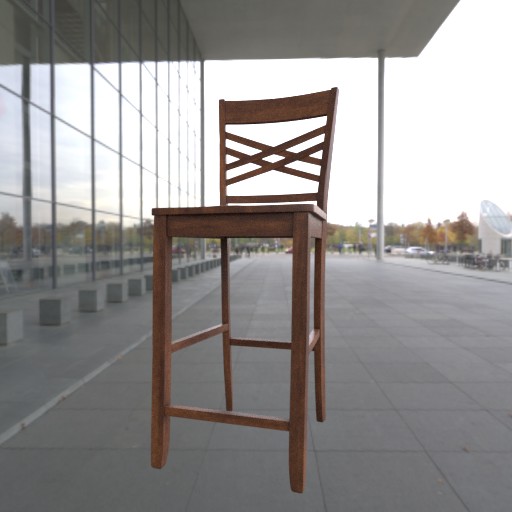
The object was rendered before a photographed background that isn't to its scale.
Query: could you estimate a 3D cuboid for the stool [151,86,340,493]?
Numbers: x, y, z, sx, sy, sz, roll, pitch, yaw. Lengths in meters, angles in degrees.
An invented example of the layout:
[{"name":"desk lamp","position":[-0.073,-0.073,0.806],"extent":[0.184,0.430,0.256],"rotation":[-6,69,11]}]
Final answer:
[{"name":"stool","position":[0.000,0.000,1.309],"extent":[0.426,1.098,0.504],"rotation":[0,1,18]}]
